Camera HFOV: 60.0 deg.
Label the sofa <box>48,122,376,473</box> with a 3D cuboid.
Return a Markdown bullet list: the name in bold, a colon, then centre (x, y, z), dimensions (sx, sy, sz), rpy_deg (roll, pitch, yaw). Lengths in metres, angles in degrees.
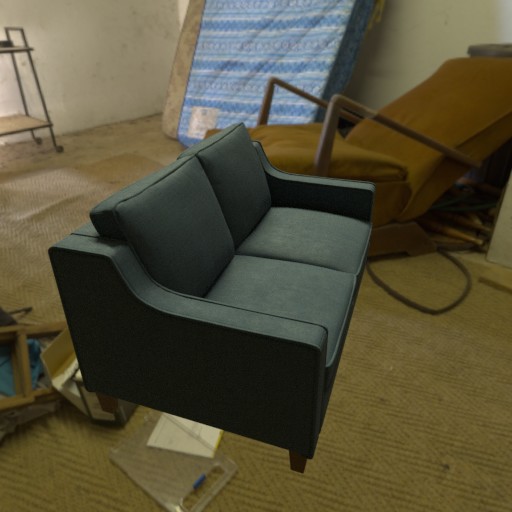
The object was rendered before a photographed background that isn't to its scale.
- **sofa**: centre (0.000, 0.000, 2.141), dimensions (0.987, 0.971, 1.501), rpy_deg (10, 31, 17)
